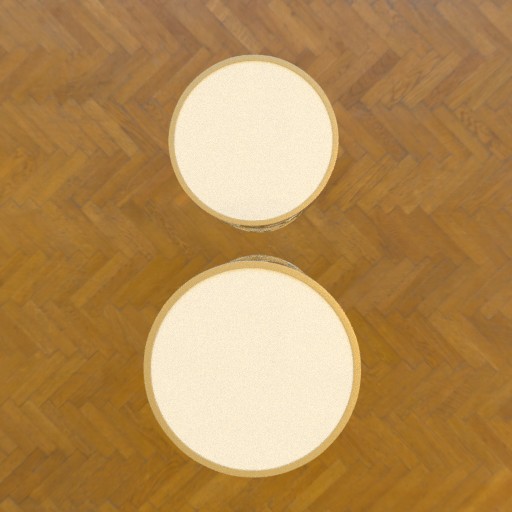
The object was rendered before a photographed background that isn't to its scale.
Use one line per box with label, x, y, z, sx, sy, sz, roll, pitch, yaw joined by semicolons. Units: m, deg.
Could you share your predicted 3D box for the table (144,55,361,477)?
table;0.000;0.000;1.132;0.420;0.564;0.846;0;91;2
